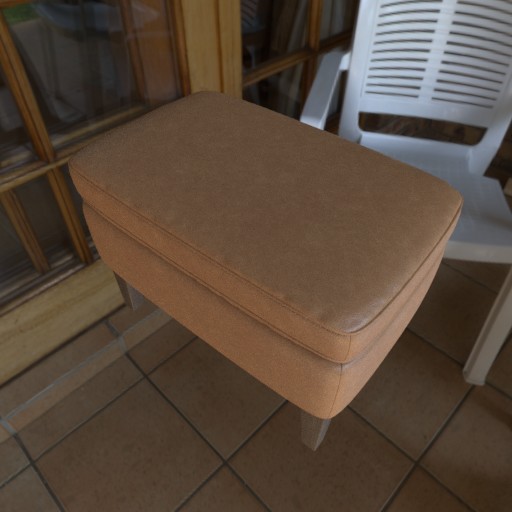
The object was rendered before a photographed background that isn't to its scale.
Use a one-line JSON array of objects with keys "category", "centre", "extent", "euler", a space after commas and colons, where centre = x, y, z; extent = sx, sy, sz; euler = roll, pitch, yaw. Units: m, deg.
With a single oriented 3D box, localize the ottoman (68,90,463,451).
[{"category": "ottoman", "centre": [0.000, 0.000, 0.959], "extent": [0.670, 0.480, 0.420], "euler": [30, 53, 26]}]
